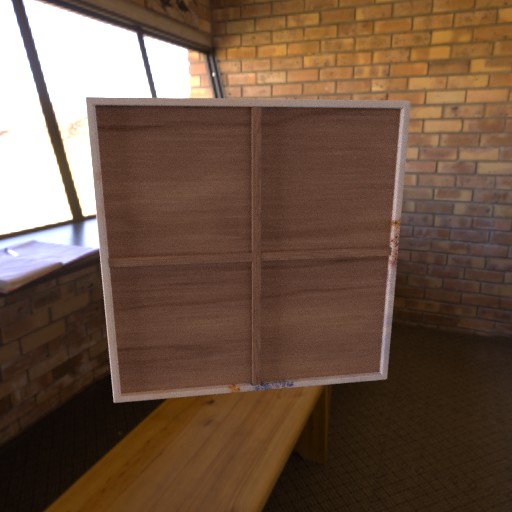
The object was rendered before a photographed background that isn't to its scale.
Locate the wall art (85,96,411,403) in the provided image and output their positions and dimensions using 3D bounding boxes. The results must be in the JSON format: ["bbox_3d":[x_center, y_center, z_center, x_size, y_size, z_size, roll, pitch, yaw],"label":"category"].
[{"bbox_3d":[0.000,0.000,1.330,0.889,0.889,0.038,-2,15,-9],"label":"wall art"}]
